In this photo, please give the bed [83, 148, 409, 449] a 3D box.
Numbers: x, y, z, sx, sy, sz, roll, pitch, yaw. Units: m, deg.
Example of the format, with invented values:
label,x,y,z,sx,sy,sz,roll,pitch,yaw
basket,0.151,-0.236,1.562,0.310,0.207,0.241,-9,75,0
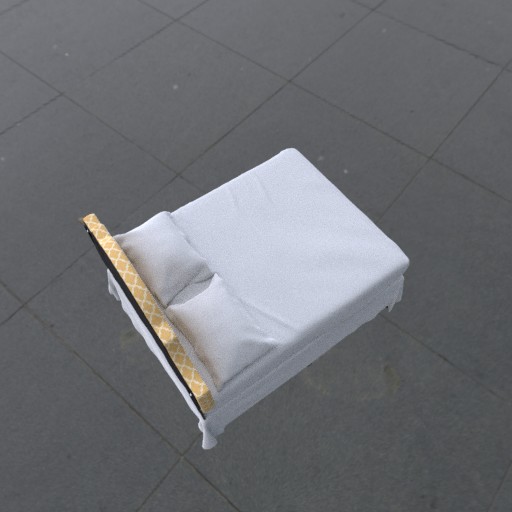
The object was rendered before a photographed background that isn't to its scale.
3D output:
label,x,y,z,sx,sy,sz,roll,pitch,yaw
bed,0.000,0.000,3.536,2.222,1.633,1.780,-32,64,-17
